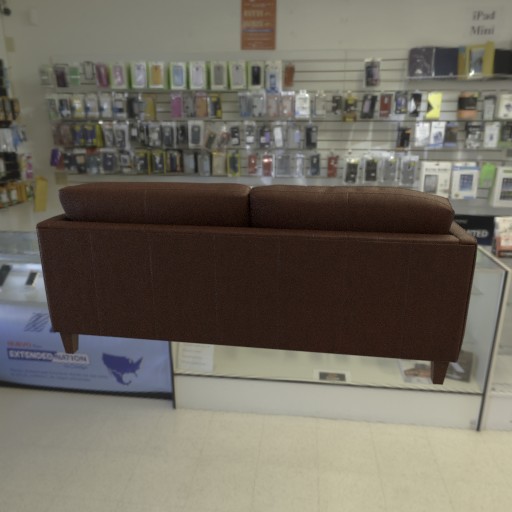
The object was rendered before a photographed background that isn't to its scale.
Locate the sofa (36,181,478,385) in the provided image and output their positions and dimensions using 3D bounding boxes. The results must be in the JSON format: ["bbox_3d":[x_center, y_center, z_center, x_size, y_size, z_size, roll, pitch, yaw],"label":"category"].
[{"bbox_3d":[0.000,0.000,2.416,1.971,0.863,0.923,3,17,8],"label":"sofa"}]
